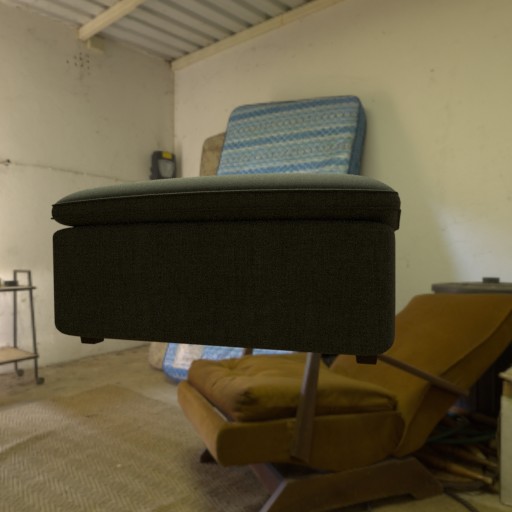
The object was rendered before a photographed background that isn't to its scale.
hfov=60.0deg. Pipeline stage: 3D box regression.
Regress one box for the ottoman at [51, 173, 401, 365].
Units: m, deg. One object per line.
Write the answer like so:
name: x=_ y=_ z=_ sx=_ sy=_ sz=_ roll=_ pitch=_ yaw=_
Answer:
ottoman: x=0.000 y=0.000 z=1.726 sx=1.067 sy=0.559 sz=1.067 roll=0 pitch=0 yaw=18
